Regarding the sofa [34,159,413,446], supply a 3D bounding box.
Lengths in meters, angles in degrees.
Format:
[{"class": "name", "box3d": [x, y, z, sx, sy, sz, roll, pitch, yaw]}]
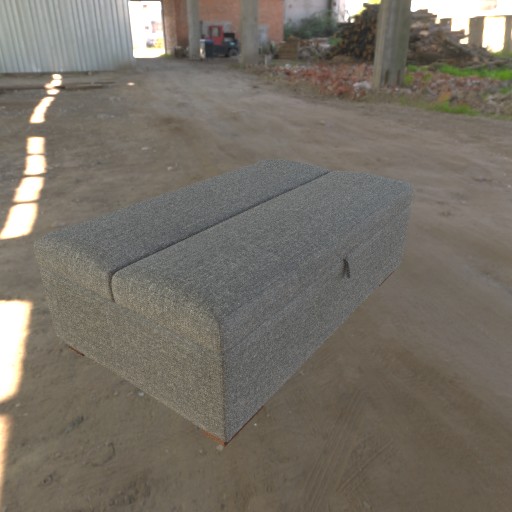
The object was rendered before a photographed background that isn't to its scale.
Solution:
[{"class": "sofa", "box3d": [0.000, 0.000, 1.616, 0.782, 0.417, 1.198, 18, 31, 32]}]
